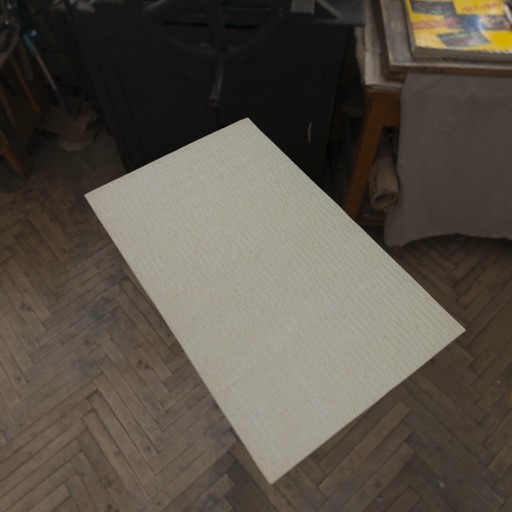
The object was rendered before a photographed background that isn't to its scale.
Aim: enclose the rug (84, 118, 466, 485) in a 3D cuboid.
[{"bbox_3d":[0.000,0.000,3.095,1.531,0.014,2.441,-31,62,-18],"label":"rug"}]
